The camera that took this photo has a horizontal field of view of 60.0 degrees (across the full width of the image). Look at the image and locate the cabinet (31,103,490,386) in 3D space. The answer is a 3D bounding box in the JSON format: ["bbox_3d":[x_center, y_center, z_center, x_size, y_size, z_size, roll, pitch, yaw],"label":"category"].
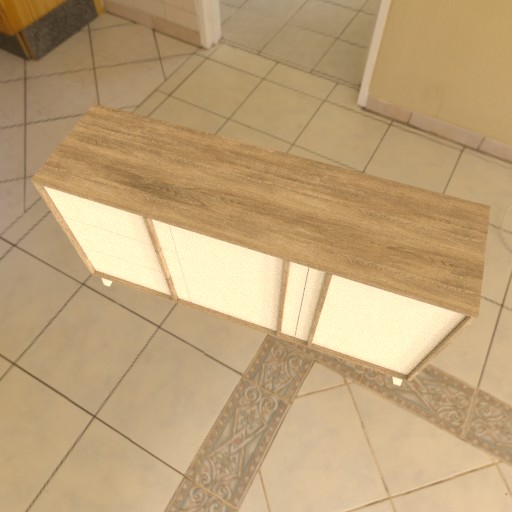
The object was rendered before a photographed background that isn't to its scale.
[{"bbox_3d":[0.000,0.000,1.969,1.600,0.870,0.450,17,60,10],"label":"cabinet"}]
